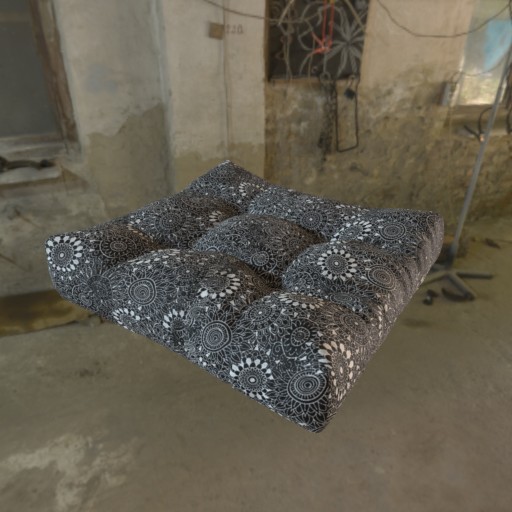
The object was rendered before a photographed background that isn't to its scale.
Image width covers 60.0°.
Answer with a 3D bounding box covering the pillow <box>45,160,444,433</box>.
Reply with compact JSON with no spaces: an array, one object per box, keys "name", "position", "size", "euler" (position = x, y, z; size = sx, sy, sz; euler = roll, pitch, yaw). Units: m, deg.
[{"name":"pillow","position":[0.000,0.000,0.728],"size":[0.490,0.128,0.468],"euler":[20,36,29]}]
